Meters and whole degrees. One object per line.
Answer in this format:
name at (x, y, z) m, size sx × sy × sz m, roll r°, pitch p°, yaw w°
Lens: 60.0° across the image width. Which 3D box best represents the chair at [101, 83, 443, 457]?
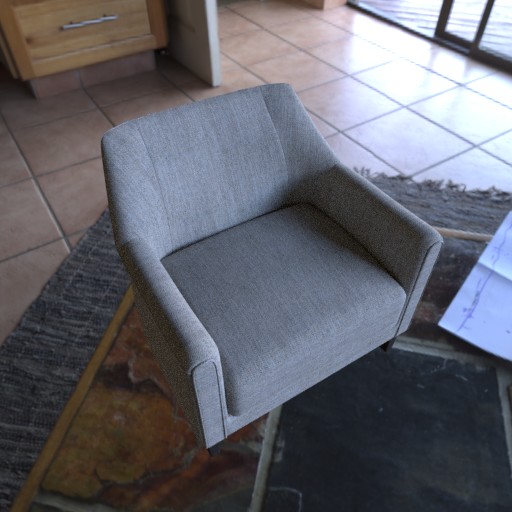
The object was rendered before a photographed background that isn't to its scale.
chair at (0.000, 0.000, 1.417) m, size 0.796 × 0.761 × 0.758 m, roll -24°, pitch 50°, yaw -21°
